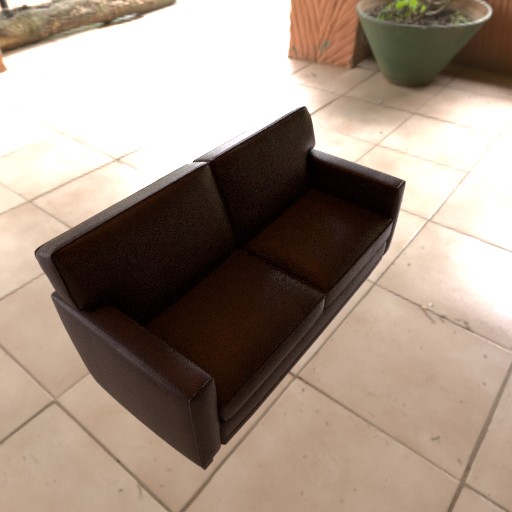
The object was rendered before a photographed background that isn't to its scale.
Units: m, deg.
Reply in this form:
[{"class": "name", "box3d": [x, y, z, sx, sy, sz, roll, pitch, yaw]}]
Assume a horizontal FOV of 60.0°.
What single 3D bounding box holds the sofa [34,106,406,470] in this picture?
[{"class": "sofa", "box3d": [0.000, 0.000, 2.352, 0.912, 0.928, 1.876, 27, 48, 27]}]
